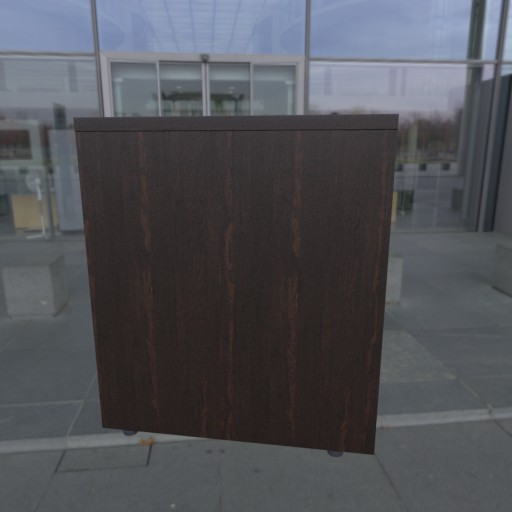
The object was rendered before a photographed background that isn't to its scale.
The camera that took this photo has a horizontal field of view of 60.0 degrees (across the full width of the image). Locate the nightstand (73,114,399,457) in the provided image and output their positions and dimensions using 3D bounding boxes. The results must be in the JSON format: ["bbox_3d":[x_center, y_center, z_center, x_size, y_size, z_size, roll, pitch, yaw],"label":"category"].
[{"bbox_3d":[0.000,0.000,0.860,0.427,0.487,0.489,2,14,9],"label":"nightstand"}]
